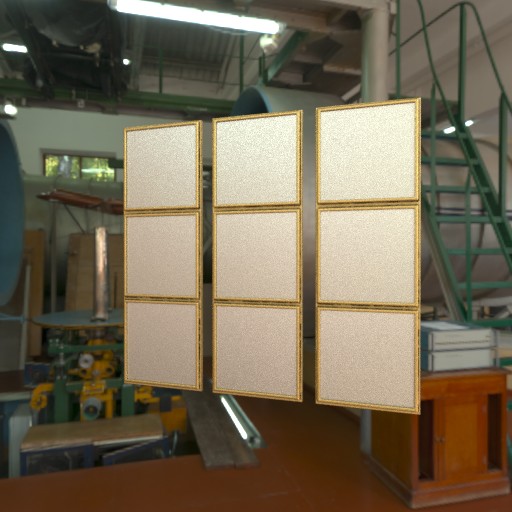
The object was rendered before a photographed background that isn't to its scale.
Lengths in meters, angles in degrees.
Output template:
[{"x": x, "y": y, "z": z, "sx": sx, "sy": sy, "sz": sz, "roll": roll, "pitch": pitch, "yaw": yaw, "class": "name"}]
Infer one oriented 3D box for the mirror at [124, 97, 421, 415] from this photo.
[{"x": 0.000, "y": 0.000, "z": 1.452, "sx": 1.011, "sy": 0.926, "sz": 0.023, "roll": 0, "pitch": 0, "yaw": 18, "class": "mirror"}]
